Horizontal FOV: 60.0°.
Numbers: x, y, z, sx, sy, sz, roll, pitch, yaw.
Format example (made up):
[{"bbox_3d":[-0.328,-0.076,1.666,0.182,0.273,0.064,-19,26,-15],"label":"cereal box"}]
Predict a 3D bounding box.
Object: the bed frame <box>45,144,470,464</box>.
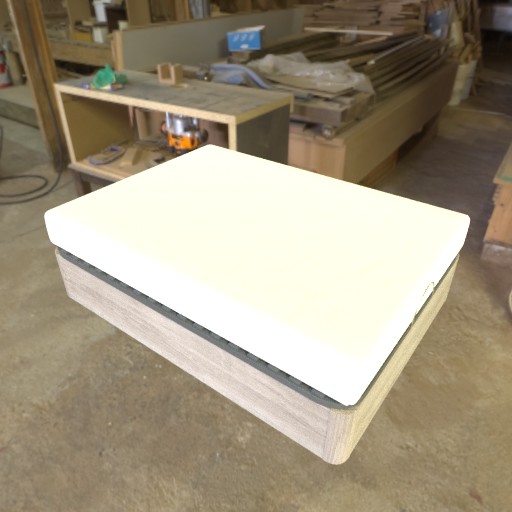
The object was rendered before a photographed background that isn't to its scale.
[{"bbox_3d":[0.000,0.000,2.544,1.900,0.561,1.400,23,40,30],"label":"bed frame"}]
